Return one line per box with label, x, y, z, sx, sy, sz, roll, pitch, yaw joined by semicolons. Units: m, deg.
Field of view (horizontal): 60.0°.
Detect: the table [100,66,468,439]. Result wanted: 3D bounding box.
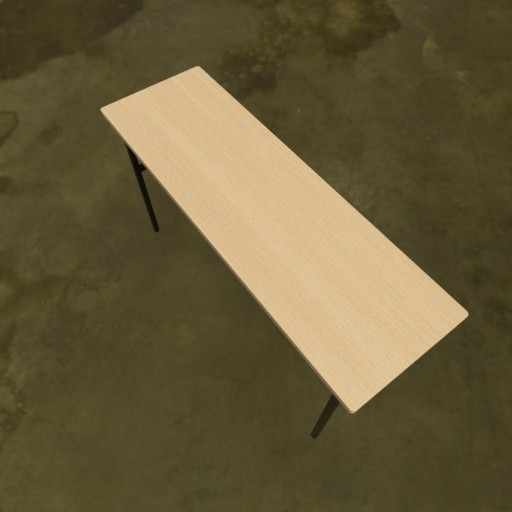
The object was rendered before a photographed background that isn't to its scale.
table;0.000;0.000;1.778;0.447;0.750;1.397;-32;63;-19
